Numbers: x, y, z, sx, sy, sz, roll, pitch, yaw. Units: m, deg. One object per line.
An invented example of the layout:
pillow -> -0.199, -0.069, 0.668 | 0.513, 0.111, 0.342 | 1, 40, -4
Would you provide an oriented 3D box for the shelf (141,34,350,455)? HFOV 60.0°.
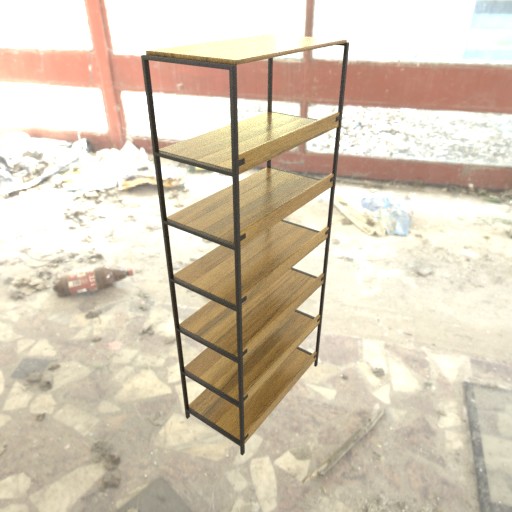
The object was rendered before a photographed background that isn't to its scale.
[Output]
shelf -> 0.000, 0.000, 2.327 | 0.431, 2.015, 0.847 | 21, 37, 30
